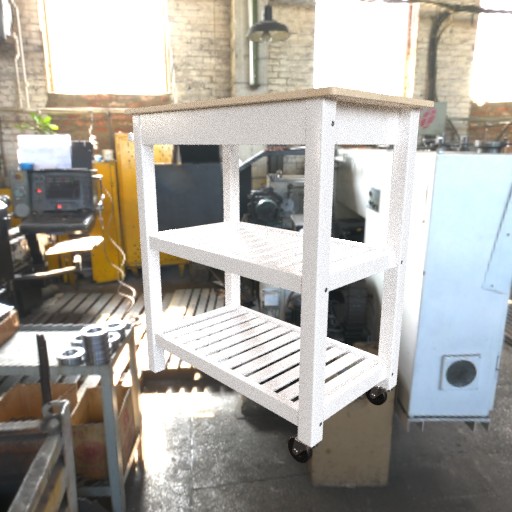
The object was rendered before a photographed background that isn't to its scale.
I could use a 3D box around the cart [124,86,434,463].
[{"bbox_3d":[0.000,0.000,1.447,0.457,0.927,0.899,-13,19,-43],"label":"cart"}]
